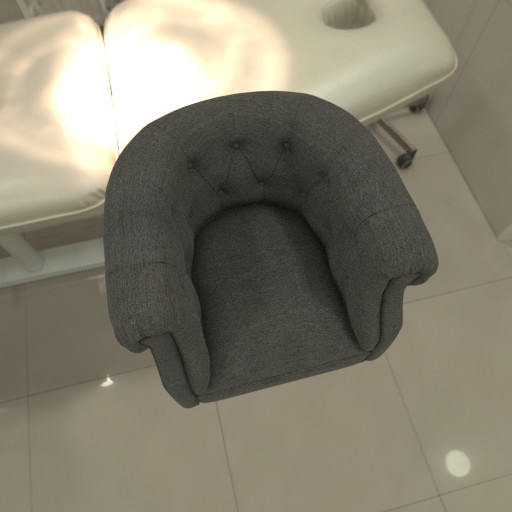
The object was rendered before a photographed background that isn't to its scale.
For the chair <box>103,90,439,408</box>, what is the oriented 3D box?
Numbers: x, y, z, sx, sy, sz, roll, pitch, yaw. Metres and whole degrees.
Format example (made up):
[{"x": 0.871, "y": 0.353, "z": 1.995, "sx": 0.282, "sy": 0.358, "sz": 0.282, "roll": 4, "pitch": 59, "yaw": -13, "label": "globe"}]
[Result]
[{"x": 0.000, "y": 0.000, "z": 1.592, "sx": 0.905, "sy": 0.827, "sz": 0.852, "roll": -13, "pitch": 65, "yaw": -6, "label": "chair"}]
